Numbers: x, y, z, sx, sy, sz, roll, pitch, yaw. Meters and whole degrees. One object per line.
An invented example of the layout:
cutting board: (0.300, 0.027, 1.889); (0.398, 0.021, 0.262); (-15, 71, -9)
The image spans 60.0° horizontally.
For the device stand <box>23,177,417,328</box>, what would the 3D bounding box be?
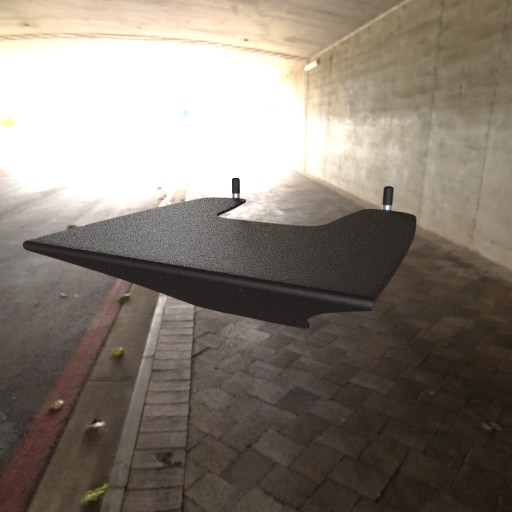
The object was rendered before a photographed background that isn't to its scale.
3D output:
device stand: (0.000, 0.000, 0.347); (0.230, 0.092, 0.230); (8, 18, 25)
